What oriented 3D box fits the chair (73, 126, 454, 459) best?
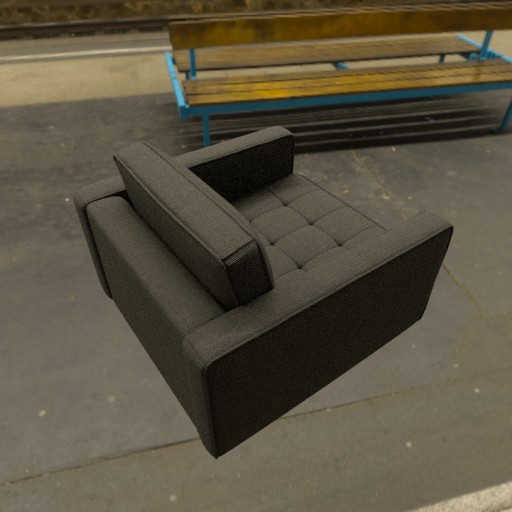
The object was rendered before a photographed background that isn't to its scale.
[{"bbox_3d":[0.000,0.000,1.558,0.919,0.770,0.899,-25,47,-26],"label":"chair"}]
